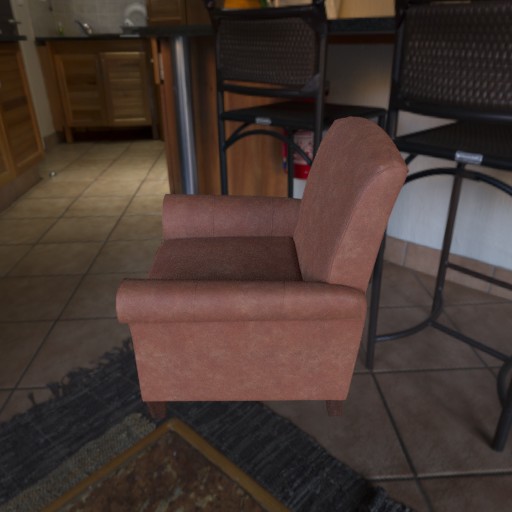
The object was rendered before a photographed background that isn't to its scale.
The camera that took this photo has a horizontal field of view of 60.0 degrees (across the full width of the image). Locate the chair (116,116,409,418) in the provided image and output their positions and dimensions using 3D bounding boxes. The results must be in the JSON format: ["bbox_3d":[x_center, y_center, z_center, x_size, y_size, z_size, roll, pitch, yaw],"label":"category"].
[{"bbox_3d":[0.000,0.000,1.815,0.902,1.061,0.978,0,27,-1],"label":"chair"}]
